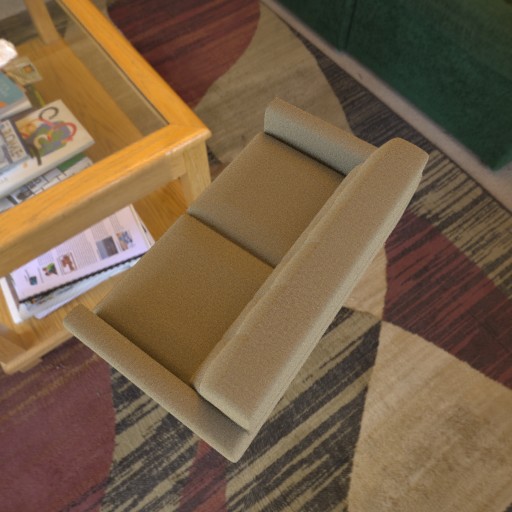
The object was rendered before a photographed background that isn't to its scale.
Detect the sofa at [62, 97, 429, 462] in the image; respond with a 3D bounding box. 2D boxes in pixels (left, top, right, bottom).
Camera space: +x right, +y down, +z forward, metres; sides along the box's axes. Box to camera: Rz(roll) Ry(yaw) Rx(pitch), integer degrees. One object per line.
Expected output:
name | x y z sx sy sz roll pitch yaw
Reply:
sofa | 0.000 0.000 2.236 0.952 0.925 1.651 33 67 15
